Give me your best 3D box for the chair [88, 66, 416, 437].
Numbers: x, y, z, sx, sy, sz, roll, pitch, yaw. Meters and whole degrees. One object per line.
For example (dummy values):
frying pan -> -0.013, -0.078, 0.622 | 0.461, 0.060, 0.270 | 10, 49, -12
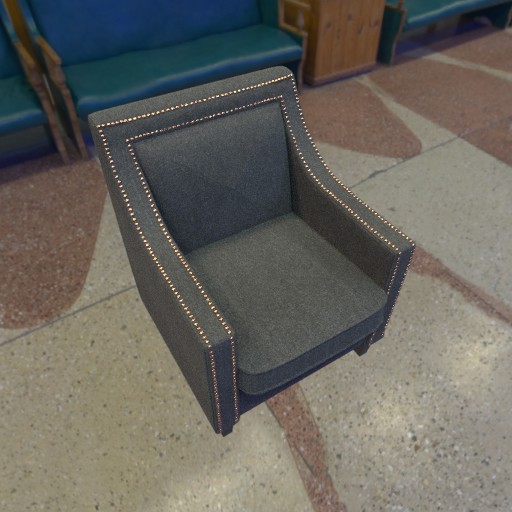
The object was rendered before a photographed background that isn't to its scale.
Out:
chair -> 0.000, 0.000, 1.639 | 0.776, 0.967, 0.884 | -23, 49, -22
